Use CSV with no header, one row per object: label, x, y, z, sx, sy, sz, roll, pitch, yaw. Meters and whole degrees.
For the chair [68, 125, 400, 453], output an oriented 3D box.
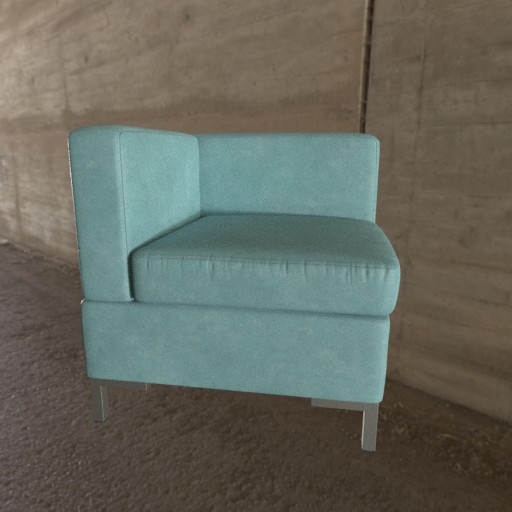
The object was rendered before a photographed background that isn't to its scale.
chair,0.000,0.000,1.193,0.680,0.660,0.680,2,14,10
